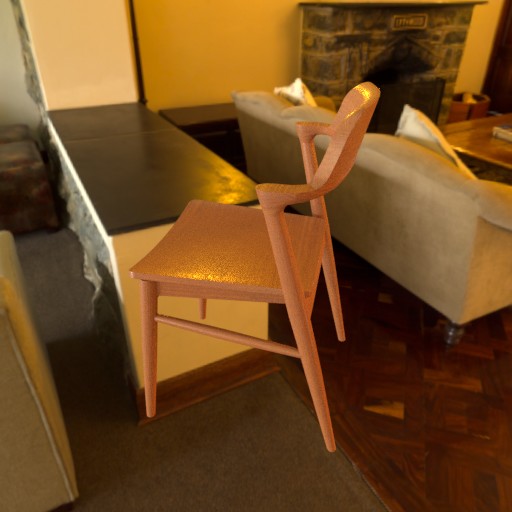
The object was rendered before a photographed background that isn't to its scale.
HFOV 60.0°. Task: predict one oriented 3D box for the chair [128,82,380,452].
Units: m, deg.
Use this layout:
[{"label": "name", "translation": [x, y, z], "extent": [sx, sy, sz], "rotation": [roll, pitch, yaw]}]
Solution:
[{"label": "chair", "translation": [0.000, 0.000, 1.110], "extent": [0.499, 0.801, 0.496], "rotation": [7, 31, 11]}]
